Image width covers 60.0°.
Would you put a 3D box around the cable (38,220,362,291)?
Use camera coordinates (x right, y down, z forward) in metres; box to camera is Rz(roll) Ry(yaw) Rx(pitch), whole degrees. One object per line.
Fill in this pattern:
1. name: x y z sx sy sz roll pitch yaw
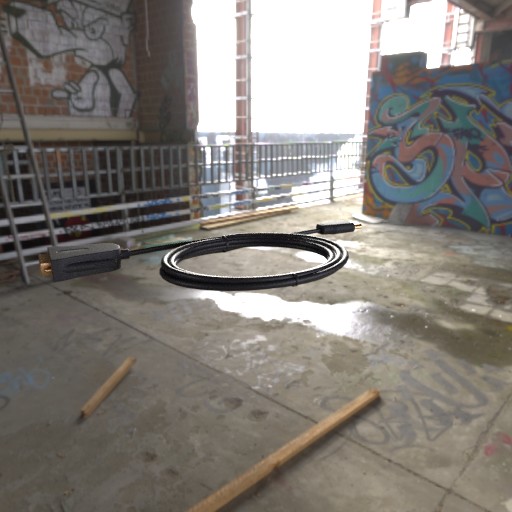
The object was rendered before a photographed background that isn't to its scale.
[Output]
1. cable: 0.000 0.000 0.322 0.281 0.015 0.136 -8 17 -26
